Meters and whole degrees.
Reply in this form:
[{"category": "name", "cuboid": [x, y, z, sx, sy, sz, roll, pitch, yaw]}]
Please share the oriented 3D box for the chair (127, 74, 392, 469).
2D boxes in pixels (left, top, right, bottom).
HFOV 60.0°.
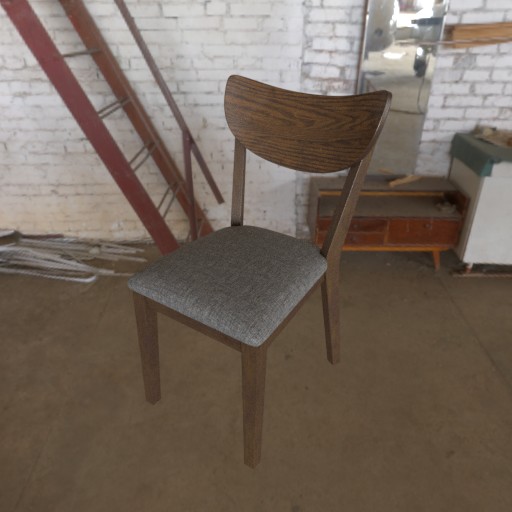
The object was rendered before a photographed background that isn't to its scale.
[{"category": "chair", "cuboid": [0.000, 0.000, 1.217, 0.491, 0.849, 0.583, 19, 35, 30]}]
